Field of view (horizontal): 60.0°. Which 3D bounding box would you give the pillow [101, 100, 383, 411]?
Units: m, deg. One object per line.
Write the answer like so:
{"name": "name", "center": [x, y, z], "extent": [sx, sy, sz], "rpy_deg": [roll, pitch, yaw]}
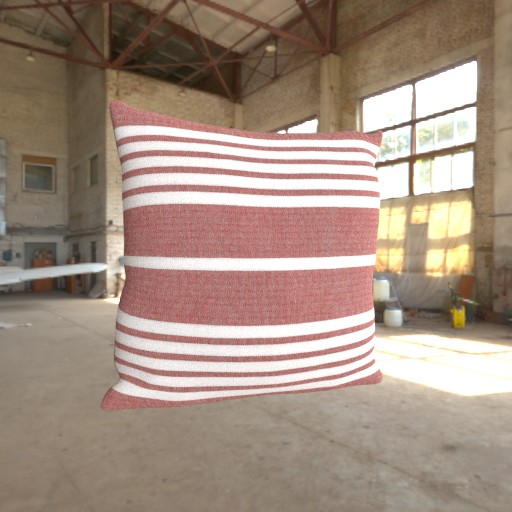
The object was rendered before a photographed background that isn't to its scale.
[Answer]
{"name": "pillow", "center": [0.000, 0.000, 0.664], "extent": [0.439, 0.427, 0.182], "rpy_deg": [0, 0, -17]}
